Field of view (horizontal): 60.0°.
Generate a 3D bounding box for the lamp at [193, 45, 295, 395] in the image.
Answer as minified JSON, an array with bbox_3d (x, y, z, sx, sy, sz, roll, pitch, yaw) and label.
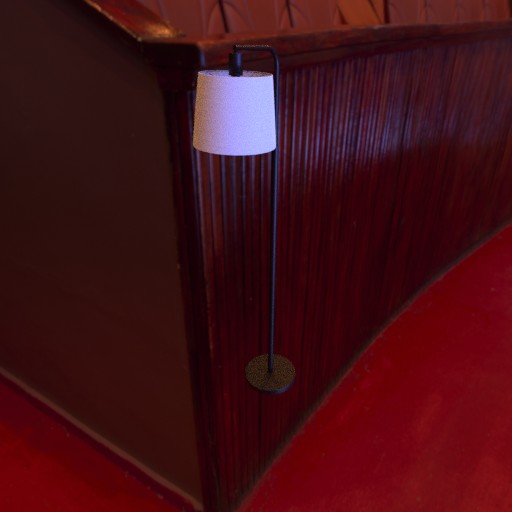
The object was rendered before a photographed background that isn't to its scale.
[{"bbox_3d":[0.000,0.000,1.695,0.254,1.478,0.508,17,34,27],"label":"lamp"}]
